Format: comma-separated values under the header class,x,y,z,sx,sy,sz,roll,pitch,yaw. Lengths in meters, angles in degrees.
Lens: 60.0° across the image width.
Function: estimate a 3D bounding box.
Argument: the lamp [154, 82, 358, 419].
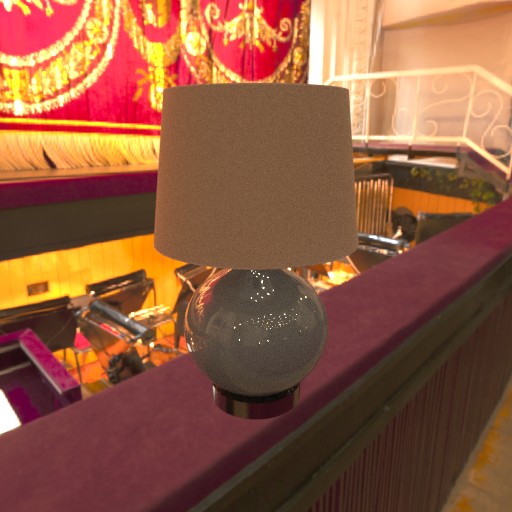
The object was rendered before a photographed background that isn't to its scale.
class,x,y,z,sx,sy,sz,roll,pitch,yaw
lamp,0.000,0.000,0.552,0.247,0.387,0.247,0,16,0
